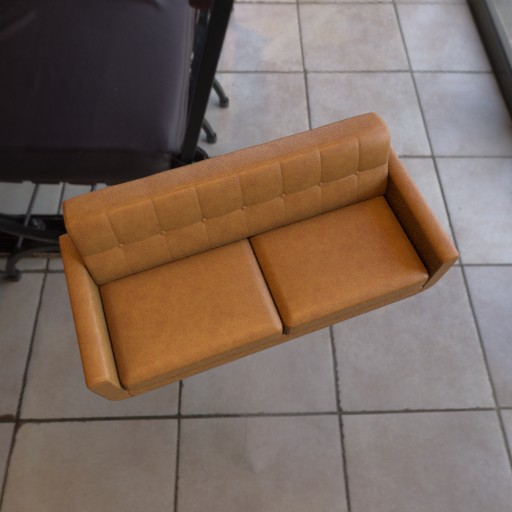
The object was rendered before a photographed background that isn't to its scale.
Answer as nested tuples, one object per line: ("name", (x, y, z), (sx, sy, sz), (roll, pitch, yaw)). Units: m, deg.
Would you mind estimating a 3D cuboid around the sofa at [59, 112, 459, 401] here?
("sofa", (0.000, 0.000, 2.686), (2.137, 0.892, 0.980), (-18, 65, -9))
